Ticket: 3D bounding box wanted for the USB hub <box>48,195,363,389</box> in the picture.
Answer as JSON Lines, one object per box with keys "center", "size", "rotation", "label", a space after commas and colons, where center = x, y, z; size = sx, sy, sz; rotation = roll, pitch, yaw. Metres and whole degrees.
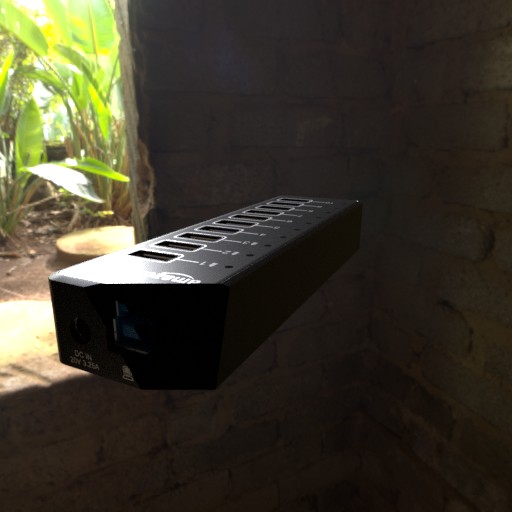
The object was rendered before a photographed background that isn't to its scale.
{"center": [0.000, 0.000, 0.162], "size": [0.044, 0.023, 0.145], "rotation": [8, 18, 25], "label": "USB hub"}
